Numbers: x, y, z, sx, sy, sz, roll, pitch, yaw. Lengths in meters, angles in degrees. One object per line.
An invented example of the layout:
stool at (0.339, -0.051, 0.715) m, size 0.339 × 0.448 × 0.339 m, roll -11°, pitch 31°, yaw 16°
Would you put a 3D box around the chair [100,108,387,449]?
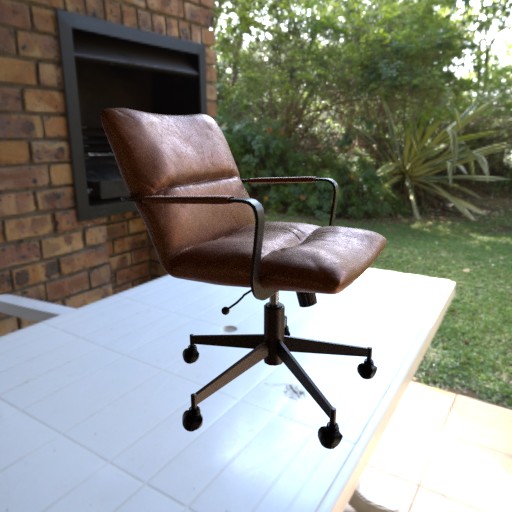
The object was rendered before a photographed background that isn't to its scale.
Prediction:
chair at (0.000, 0.000, 1.457) m, size 0.754 × 0.922 × 0.727 m, roll 8°, pitch 17°, yaw 26°
